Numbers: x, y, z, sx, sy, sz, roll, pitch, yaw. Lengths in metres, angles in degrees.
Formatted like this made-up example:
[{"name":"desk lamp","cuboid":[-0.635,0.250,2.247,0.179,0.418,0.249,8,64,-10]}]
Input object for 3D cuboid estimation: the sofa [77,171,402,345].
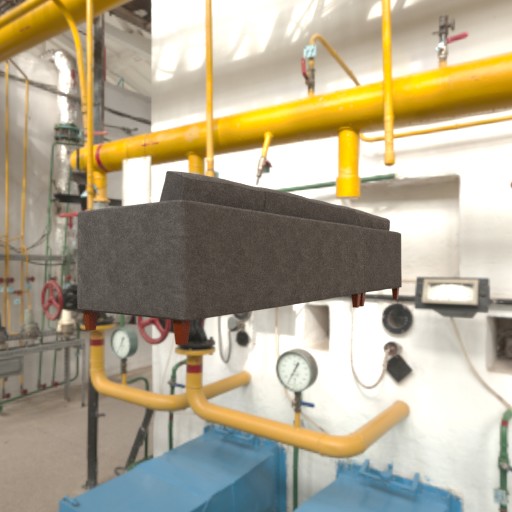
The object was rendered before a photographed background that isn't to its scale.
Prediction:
[{"name":"sofa","cuboid":[0.000,0.000,4.088,1.606,0.954,3.471,0,-1,36]}]
